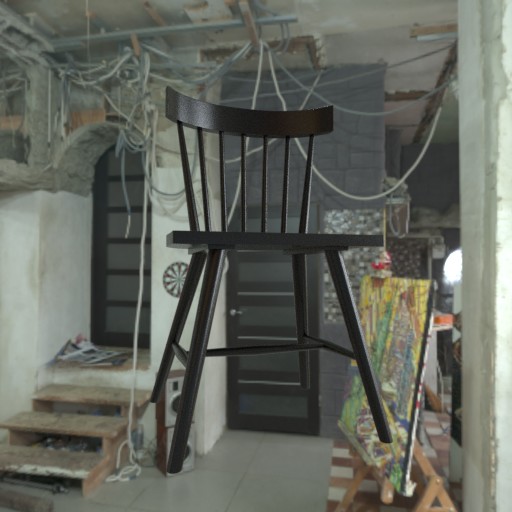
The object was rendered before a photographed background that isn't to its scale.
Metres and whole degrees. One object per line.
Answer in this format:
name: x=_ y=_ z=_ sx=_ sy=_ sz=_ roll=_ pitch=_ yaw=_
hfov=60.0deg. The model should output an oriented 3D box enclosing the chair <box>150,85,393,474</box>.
chair: x=0.000 y=0.000 z=1.156 sx=0.506 sy=0.844 sz=0.483 roll=0 pitch=-1 yaw=-17
